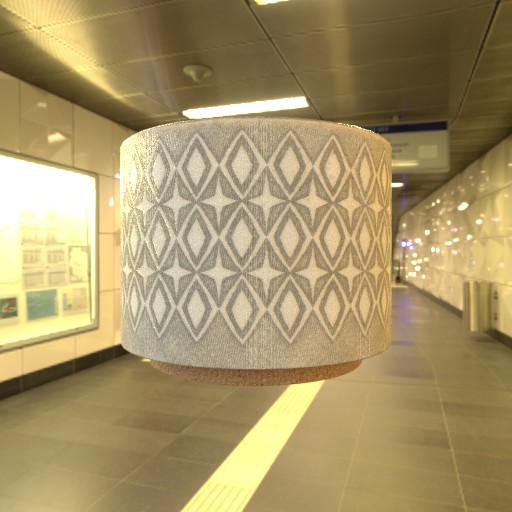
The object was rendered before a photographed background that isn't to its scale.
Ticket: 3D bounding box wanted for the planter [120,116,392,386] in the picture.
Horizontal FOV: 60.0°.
[{"bbox_3d":[0.000,0.000,0.319,0.186,0.144,0.186,0,0,0],"label":"planter"}]
